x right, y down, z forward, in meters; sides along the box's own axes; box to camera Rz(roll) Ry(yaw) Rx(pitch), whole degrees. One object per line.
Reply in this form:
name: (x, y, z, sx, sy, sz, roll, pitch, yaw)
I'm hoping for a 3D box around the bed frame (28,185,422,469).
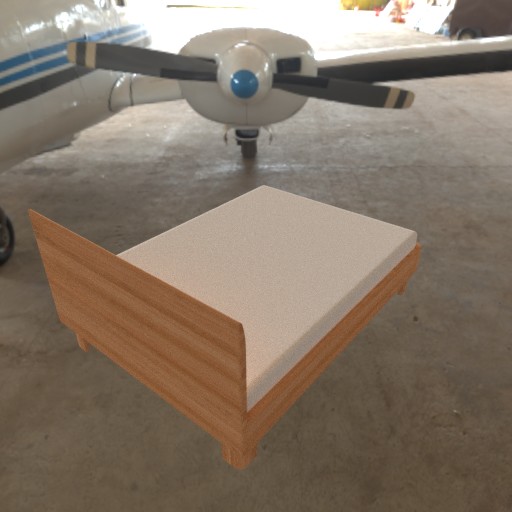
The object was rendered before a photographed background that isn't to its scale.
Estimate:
bed frame: (0.000, 0.000, 2.832, 1.472, 0.940, 1.992, 23, 38, 33)
